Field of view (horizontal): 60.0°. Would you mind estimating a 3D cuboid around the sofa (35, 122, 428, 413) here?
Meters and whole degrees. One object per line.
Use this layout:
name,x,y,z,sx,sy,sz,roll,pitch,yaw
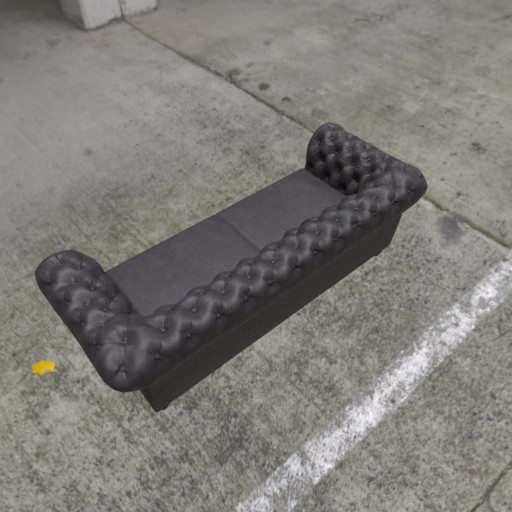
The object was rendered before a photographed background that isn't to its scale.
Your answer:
sofa,0.000,0.000,2.879,2.385,0.783,0.944,-31,54,-26
